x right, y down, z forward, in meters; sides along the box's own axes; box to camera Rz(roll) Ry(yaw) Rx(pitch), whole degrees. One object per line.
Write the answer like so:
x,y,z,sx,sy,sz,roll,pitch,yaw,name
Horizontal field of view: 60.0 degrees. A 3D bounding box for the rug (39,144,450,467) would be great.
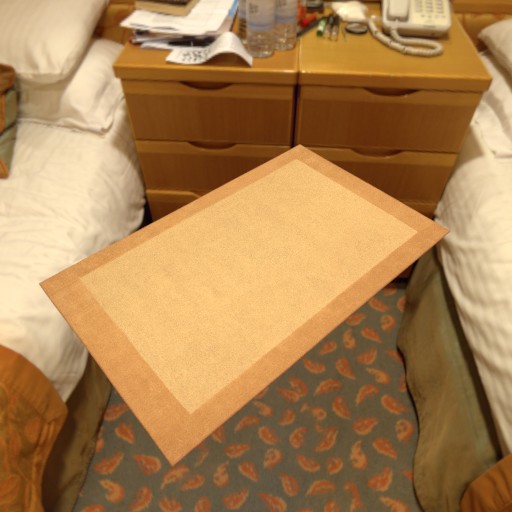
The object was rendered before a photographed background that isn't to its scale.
0.000,0.000,3.056,2.438,0.014,1.524,-33,55,-27,rug
